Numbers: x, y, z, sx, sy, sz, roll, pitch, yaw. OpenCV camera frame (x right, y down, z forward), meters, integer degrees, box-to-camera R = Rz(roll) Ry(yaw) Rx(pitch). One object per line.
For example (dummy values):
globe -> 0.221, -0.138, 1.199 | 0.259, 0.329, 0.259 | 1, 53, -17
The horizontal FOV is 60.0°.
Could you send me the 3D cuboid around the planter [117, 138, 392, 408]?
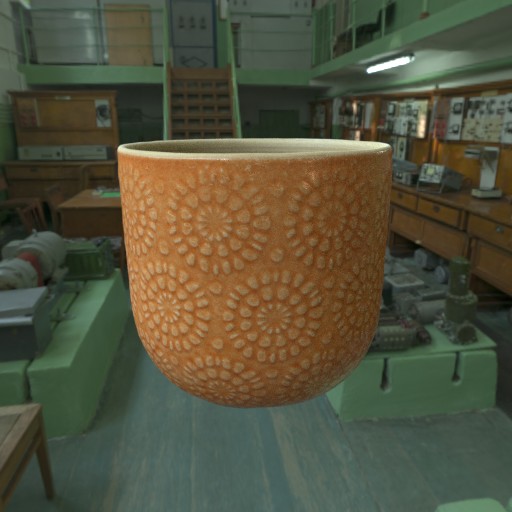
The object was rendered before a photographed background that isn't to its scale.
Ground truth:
planter -> 0.000, 0.000, 0.294 | 0.170, 0.152, 0.170 | 0, 17, 0
